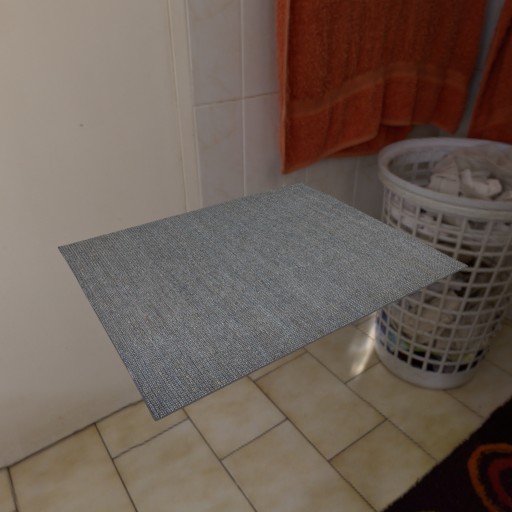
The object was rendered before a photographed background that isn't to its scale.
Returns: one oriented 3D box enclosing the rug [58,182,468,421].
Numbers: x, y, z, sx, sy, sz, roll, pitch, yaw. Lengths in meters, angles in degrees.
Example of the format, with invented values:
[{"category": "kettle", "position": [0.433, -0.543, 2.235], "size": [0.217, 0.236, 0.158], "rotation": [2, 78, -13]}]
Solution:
[{"category": "rug", "position": [0.000, 0.000, 4.217], "size": [3.068, 0.021, 2.456], "rotation": [-19, 36, -28]}]
